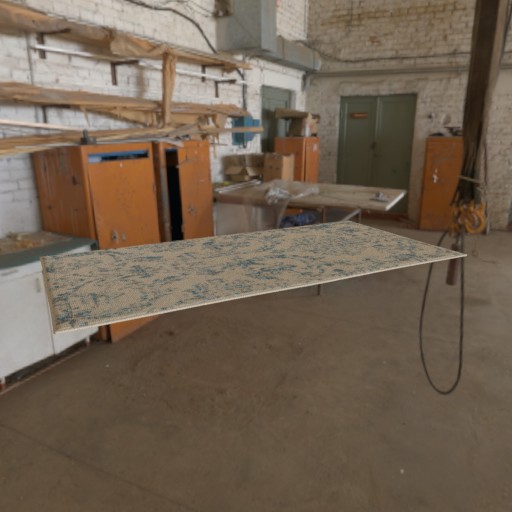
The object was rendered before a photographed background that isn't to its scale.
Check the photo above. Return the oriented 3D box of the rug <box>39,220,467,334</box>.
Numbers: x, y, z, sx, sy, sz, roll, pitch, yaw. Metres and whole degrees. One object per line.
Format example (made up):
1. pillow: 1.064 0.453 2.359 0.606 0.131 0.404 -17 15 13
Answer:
1. rug: 0.000 0.000 1.406 1.220 0.007 0.605 -8 18 -26
